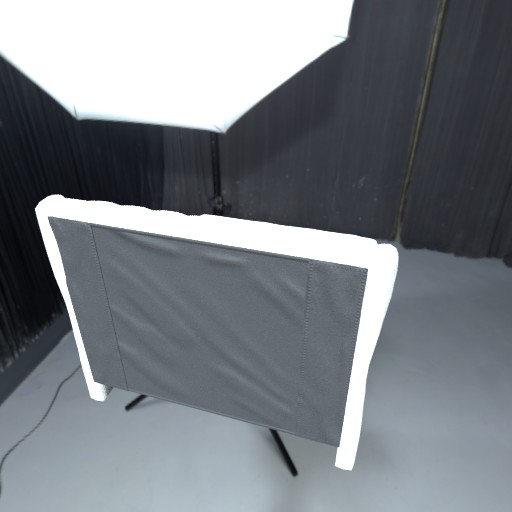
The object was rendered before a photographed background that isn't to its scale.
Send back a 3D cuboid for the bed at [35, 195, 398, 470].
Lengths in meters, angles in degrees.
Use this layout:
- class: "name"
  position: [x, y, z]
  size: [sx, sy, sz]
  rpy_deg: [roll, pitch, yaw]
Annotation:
- class: "bed"
  position: [0.000, 0.000, 3.853]
  size: [2.219, 1.771, 2.347]
  rpy_deg: [9, 34, 15]
